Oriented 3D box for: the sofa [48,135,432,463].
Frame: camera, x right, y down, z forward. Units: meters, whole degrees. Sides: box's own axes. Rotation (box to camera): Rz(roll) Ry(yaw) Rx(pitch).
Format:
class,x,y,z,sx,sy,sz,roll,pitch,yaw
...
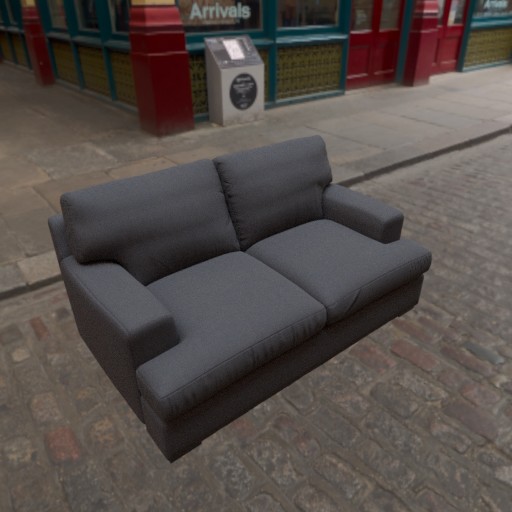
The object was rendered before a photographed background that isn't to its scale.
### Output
class,x,y,z,sx,sy,sz,roll,pitch,yaw
sofa,0.000,0.000,2.487,1.880,0.940,1.143,-22,36,-33
